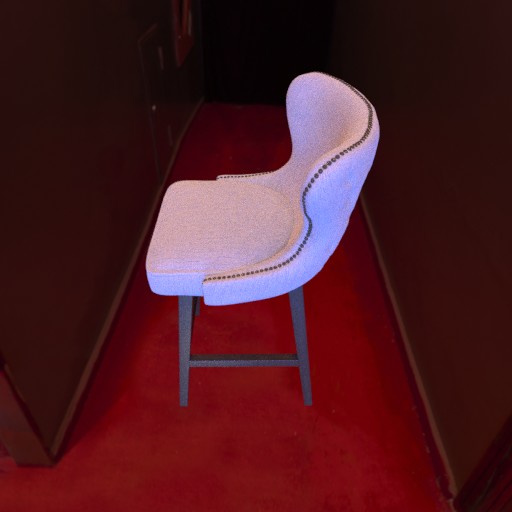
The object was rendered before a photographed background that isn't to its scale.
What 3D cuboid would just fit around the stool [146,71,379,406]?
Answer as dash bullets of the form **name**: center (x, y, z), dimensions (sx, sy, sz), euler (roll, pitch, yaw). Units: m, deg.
- **stool**: center (0.000, 0.000, 1.399), dimensions (0.597, 0.972, 0.615), euler (0, 39, 0)
